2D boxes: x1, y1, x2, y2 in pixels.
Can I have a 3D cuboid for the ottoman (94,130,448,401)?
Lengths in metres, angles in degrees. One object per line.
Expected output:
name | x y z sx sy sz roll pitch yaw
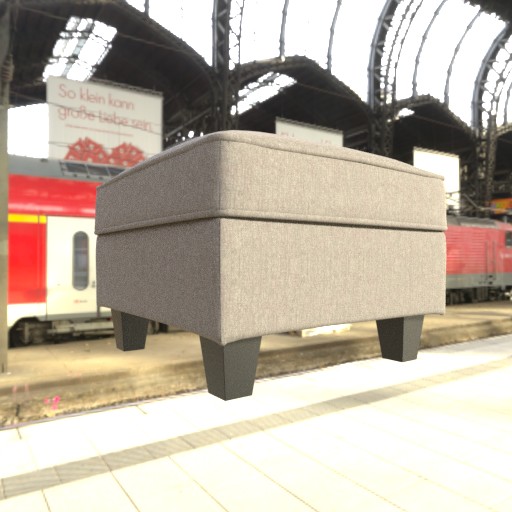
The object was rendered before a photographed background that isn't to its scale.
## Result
ottoman | 0.000 0.000 1.399 0.808 0.612 0.871 0 -1 -36
